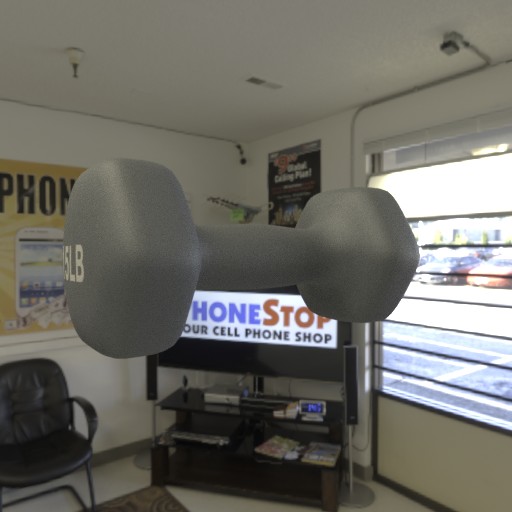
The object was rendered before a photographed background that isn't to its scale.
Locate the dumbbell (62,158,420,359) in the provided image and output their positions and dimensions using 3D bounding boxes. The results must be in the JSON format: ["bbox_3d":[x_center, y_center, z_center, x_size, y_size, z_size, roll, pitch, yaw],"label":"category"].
[{"bbox_3d":[0.000,0.000,0.303,0.240,0.105,0.116,-1,1,-35],"label":"dumbbell"}]
